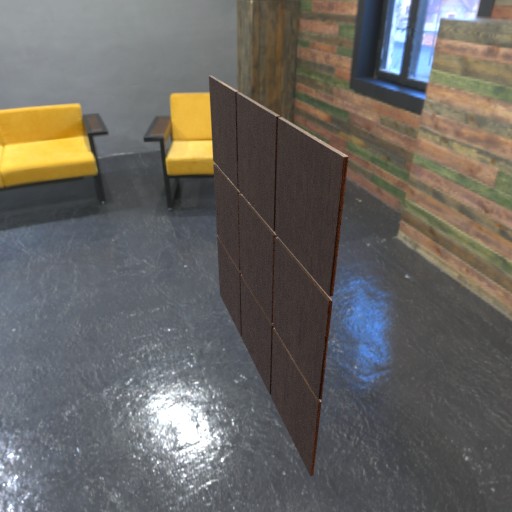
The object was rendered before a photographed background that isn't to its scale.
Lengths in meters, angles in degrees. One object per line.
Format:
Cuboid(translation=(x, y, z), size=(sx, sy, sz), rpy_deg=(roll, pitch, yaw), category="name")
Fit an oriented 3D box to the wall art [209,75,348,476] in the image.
Cuboid(translation=(0.000, 0.000, 1.819), size=(0.013, 1.213, 1.215), rpy_deg=(-11, 32, -17), category="wall art")
